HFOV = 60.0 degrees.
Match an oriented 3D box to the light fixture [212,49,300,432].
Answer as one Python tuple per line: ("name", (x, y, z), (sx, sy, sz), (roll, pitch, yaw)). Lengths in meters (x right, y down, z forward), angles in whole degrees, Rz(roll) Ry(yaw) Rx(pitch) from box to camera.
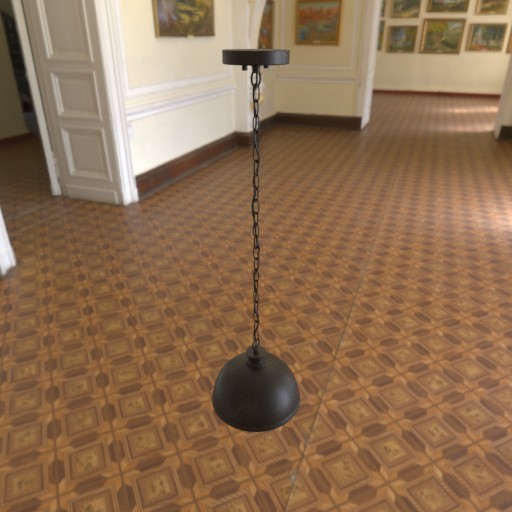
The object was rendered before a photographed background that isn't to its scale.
("light fixture", (0.000, 0.000, 1.291), (0.304, 1.090, 0.304), (16, 31, 30))
